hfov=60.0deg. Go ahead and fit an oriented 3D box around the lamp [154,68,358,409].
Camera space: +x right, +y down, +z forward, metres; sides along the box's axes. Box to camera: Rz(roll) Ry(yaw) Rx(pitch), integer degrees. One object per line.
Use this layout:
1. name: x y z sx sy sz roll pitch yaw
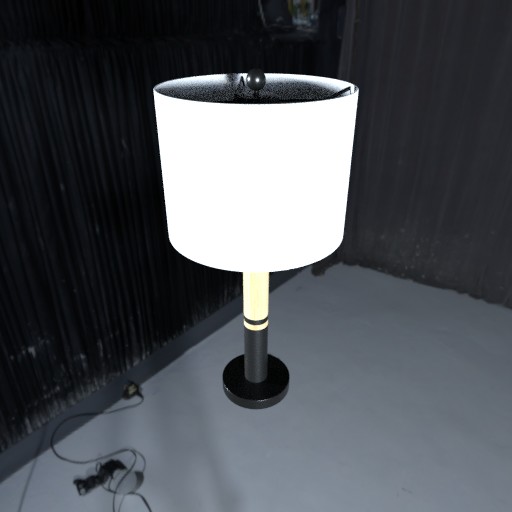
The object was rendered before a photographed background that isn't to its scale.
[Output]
1. lamp: 0.000 0.000 0.816 0.305 0.640 0.305 21 35 33
